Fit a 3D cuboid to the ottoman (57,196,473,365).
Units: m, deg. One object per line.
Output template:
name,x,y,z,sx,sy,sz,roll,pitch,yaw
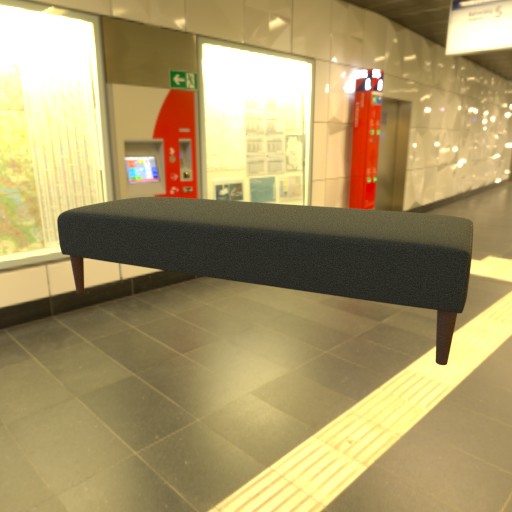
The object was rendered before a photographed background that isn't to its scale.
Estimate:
ottoman,0.000,0.000,1.853,1.609,0.393,0.646,7,16,25
